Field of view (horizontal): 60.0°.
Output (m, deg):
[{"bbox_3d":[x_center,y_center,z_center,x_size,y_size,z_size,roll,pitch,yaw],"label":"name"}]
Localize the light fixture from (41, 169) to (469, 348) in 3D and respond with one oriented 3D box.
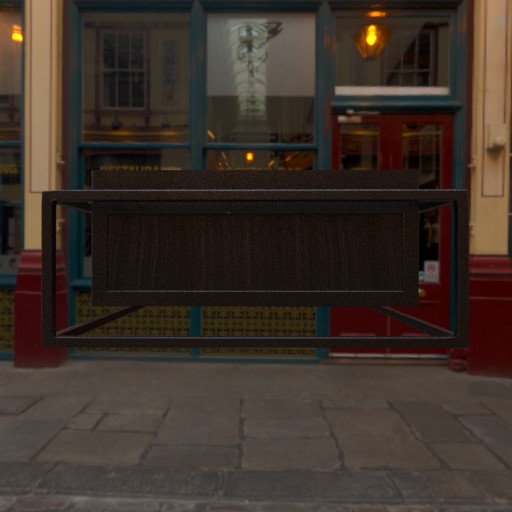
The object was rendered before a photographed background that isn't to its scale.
[{"bbox_3d":[0.000,0.000,0.677,0.441,0.191,0.441,0,0,0],"label":"light fixture"}]
